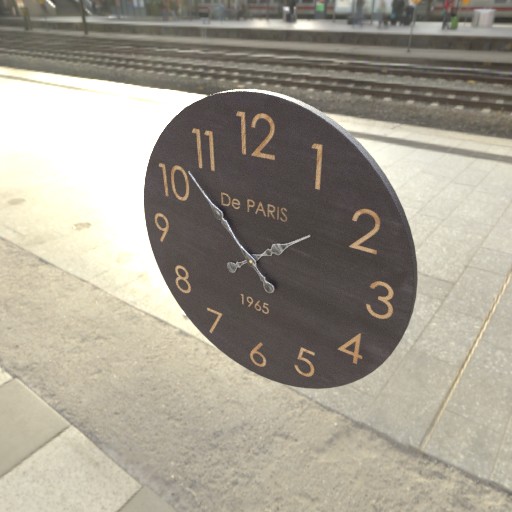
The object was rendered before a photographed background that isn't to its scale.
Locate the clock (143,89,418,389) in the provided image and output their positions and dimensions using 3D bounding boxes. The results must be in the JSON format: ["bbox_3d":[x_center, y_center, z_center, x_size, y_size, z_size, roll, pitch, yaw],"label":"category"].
[{"bbox_3d":[0.000,0.000,0.843,0.595,0.595,0.029,19,35,30],"label":"clock"}]
